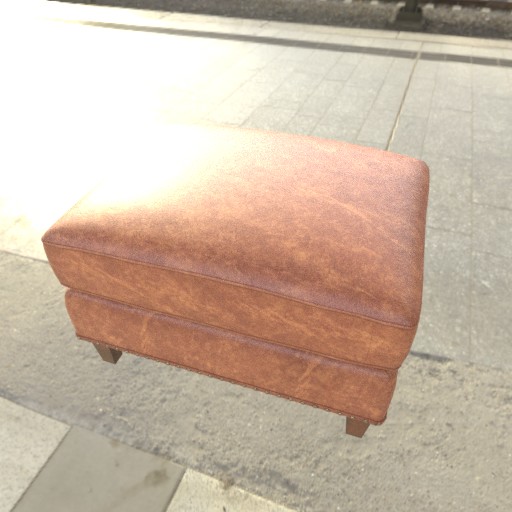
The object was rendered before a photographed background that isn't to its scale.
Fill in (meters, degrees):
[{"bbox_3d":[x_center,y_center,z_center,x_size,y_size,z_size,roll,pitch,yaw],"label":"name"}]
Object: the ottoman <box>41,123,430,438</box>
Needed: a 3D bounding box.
[{"bbox_3d":[0.000,0.000,1.106,0.742,0.486,0.586,12,42,14],"label":"ottoman"}]
